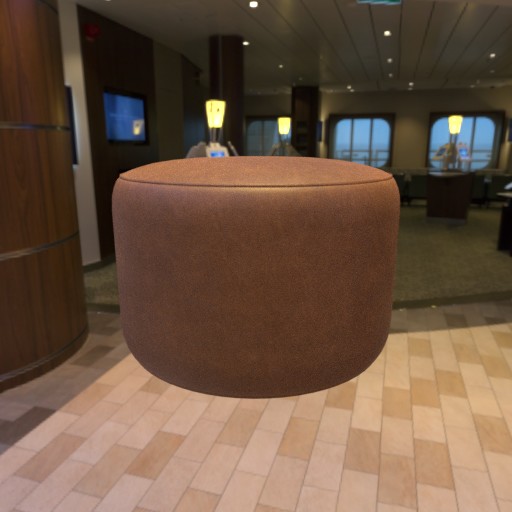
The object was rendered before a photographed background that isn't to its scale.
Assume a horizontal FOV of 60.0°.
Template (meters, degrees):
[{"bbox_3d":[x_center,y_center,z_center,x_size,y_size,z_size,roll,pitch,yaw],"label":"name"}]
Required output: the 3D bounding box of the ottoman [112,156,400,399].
[{"bbox_3d":[0.000,0.000,1.009,0.607,0.438,0.607,0,14,0],"label":"ottoman"}]
